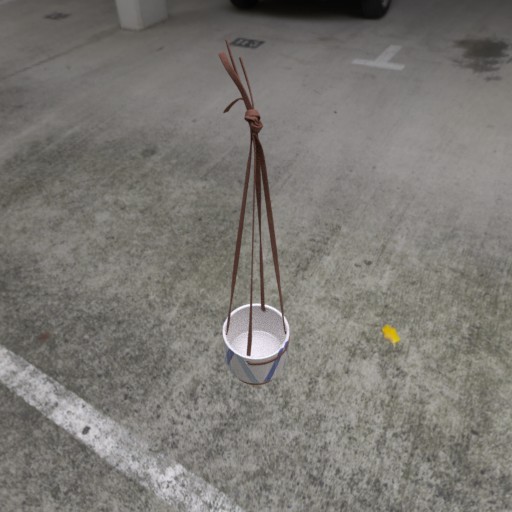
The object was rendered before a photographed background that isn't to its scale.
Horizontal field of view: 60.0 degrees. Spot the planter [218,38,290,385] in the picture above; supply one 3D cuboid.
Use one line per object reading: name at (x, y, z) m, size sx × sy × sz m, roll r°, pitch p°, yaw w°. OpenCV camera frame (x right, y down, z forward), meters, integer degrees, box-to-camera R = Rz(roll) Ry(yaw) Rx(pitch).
planter at (0.000, 0.000, 0.830) m, size 0.157 × 0.753 × 0.153 m, roll 23°, pitch 50°, yaw 21°
